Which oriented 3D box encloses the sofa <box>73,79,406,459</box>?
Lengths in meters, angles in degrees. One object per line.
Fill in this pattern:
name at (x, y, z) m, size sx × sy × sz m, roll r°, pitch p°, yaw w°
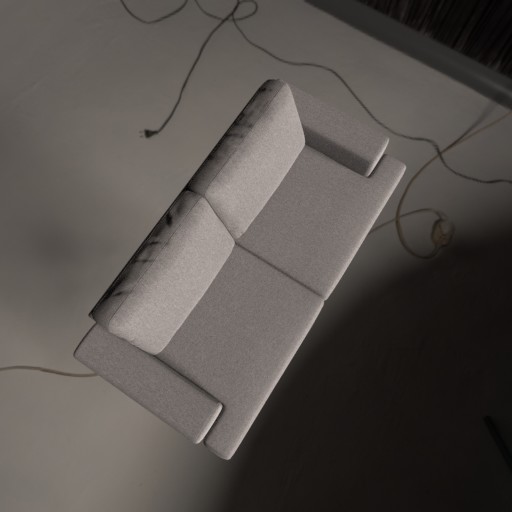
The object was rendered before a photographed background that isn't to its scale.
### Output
sofa at (0.000, 0.000, 2.097) m, size 0.785 × 0.810 × 1.650 m, roll 32°, pitch 76°, yaw 9°
